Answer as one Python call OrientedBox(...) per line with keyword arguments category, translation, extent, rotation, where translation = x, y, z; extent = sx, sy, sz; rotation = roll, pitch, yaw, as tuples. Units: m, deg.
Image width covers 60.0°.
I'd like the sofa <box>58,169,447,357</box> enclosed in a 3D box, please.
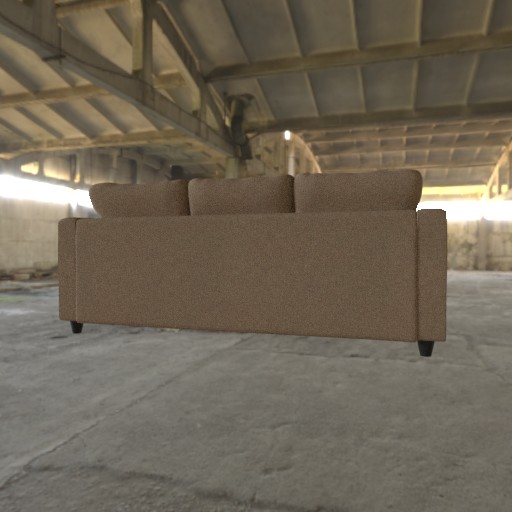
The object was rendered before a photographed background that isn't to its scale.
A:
OrientedBox(category="sofa", translation=(0.000, 0.000, 2.443), extent=(1.855, 0.800, 0.930), rotation=(0, 1, 17))
